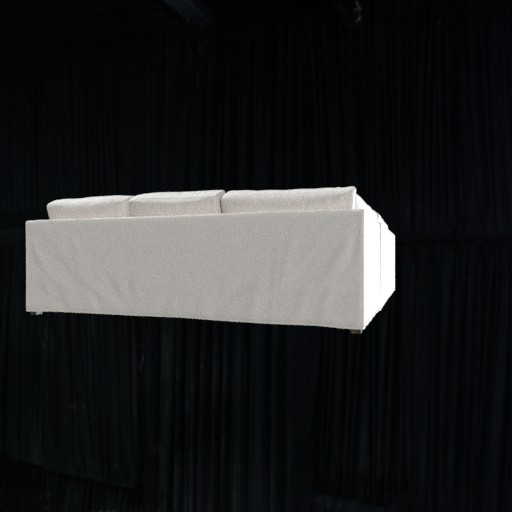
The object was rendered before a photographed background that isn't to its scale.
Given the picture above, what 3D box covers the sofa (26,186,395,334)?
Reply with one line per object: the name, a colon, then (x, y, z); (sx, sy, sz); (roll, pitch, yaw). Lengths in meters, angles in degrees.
sofa: (0.000, 0.000, 4.292); (2.432, 0.871, 3.182); (0, 0, 20)
